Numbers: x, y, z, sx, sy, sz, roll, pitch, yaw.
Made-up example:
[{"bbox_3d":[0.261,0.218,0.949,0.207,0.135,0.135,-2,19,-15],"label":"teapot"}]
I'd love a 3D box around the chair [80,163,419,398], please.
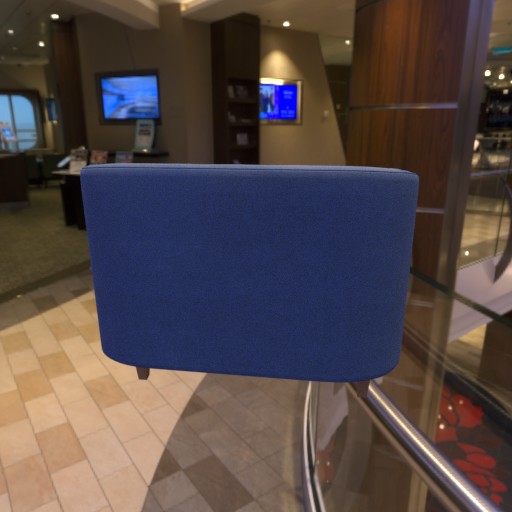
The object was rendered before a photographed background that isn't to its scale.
[{"bbox_3d":[0.000,0.000,1.769,1.118,0.787,0.914,2,17,8],"label":"chair"}]
